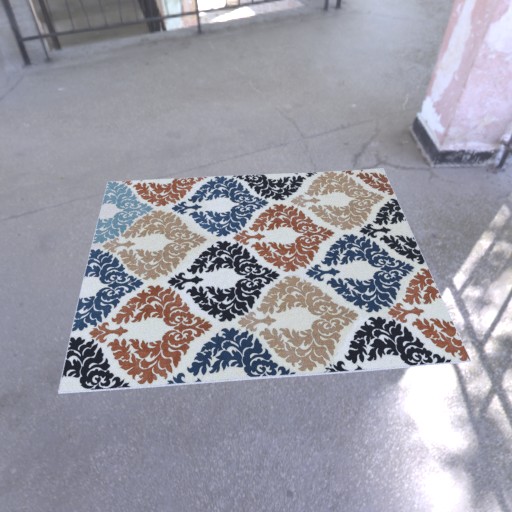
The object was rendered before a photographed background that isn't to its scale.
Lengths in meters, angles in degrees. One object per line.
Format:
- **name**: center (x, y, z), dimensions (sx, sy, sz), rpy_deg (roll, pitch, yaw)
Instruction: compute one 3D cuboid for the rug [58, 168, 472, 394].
- **rug**: center (0.000, 0.000, 4.039), dimensions (3.040, 0.014, 2.423), rpy_deg (-3, 48, -3)
